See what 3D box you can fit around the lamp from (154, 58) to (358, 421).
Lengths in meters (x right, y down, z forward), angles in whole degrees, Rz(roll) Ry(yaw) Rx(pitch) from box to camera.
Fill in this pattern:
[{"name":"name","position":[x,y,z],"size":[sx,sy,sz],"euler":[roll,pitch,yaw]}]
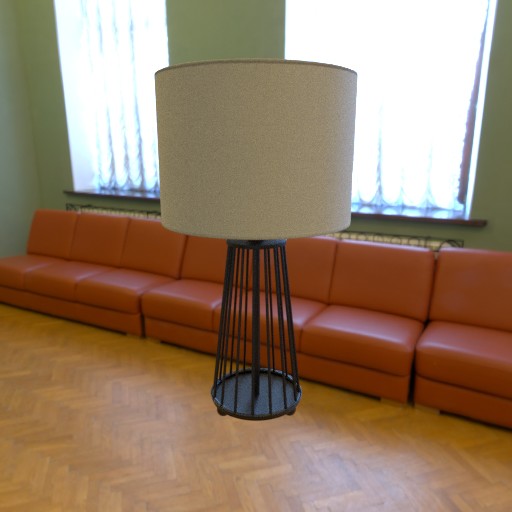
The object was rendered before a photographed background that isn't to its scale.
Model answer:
[{"name":"lamp","position":[0.000,0.000,0.786],"size":[0.322,0.593,0.322],"euler":[7,16,26]}]
